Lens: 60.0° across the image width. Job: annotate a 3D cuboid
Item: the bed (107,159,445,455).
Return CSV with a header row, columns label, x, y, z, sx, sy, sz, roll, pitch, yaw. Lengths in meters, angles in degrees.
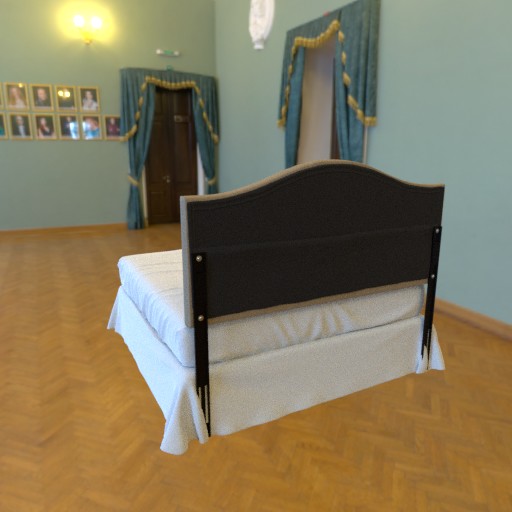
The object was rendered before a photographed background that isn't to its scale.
label,x,y,z,sx,sy,sz,roll,pitch,yaw
bed,0.000,0.000,3.785,2.311,1.651,2.222,-7,15,-26
